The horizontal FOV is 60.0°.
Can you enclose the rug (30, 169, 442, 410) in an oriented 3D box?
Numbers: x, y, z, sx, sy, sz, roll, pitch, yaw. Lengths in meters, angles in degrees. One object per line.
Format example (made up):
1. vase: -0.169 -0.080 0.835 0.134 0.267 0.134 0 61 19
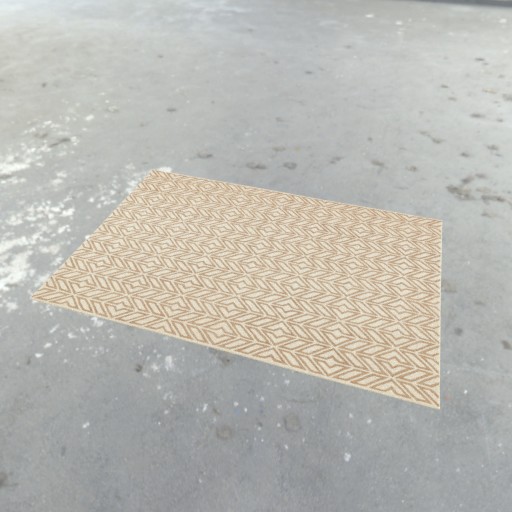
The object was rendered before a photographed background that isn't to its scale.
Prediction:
1. rug: 0.000 0.000 2.291 1.828 0.007 1.220 12 43 13
